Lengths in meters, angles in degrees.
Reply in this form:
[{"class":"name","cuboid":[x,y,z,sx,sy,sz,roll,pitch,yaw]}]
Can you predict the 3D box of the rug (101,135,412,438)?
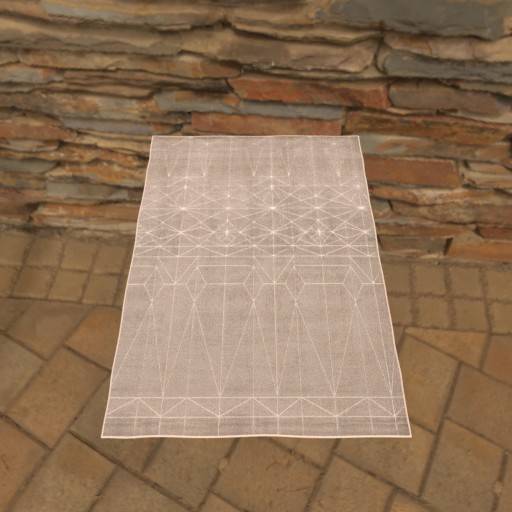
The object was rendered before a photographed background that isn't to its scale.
[{"class":"rug","cuboid":[0.000,0.000,4.356,2.449,0.019,3.357,0,58,0]}]
